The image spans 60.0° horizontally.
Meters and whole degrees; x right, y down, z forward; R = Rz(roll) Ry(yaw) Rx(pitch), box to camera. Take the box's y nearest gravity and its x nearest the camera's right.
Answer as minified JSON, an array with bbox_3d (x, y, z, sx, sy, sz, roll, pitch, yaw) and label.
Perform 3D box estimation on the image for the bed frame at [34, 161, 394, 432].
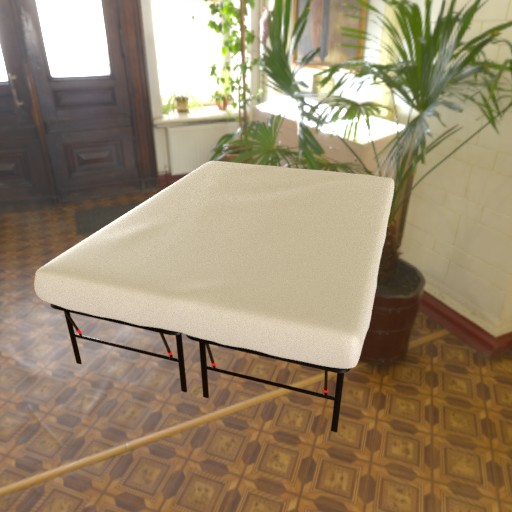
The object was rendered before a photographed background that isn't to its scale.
[{"bbox_3d":[0.000,0.000,2.901,1.584,0.667,2.151,9,29,17],"label":"bed frame"}]
